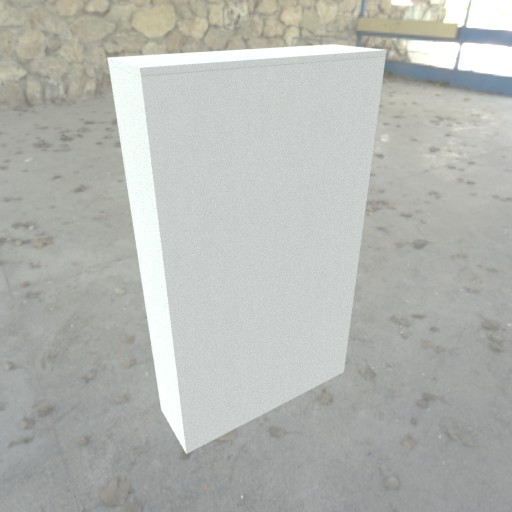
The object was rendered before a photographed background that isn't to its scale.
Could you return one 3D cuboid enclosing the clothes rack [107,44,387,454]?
[{"bbox_3d":[0.000,0.000,1.532,0.750,1.280,0.250,-18,34,-28],"label":"clothes rack"}]
